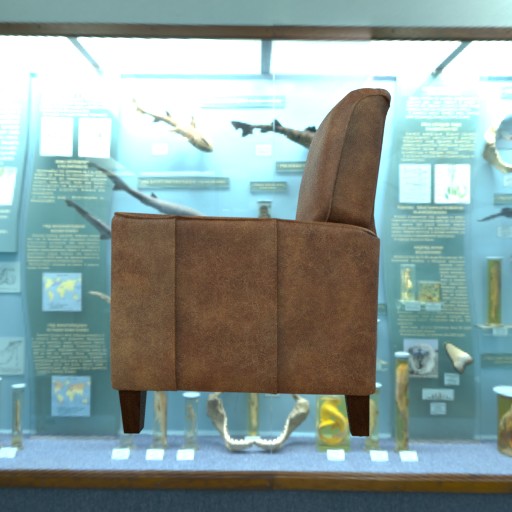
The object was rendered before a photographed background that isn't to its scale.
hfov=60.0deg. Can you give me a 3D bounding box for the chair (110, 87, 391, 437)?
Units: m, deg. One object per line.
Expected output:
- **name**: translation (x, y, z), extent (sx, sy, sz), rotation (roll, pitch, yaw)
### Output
- **chair**: translation (0.000, 0.000, 1.643), extent (0.836, 1.043, 0.843), rotation (0, -1, 2)
